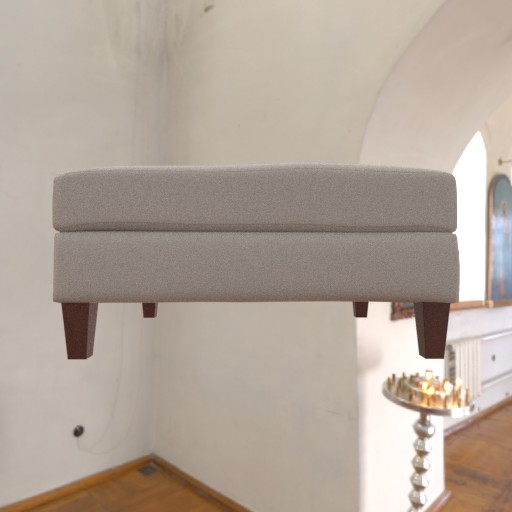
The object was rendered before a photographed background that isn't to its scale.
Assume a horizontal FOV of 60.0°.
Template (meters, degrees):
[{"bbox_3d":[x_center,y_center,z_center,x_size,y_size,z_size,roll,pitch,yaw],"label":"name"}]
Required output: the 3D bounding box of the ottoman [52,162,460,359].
[{"bbox_3d":[0.000,0.000,1.434,0.976,0.492,0.836,0,0,0],"label":"ottoman"}]
